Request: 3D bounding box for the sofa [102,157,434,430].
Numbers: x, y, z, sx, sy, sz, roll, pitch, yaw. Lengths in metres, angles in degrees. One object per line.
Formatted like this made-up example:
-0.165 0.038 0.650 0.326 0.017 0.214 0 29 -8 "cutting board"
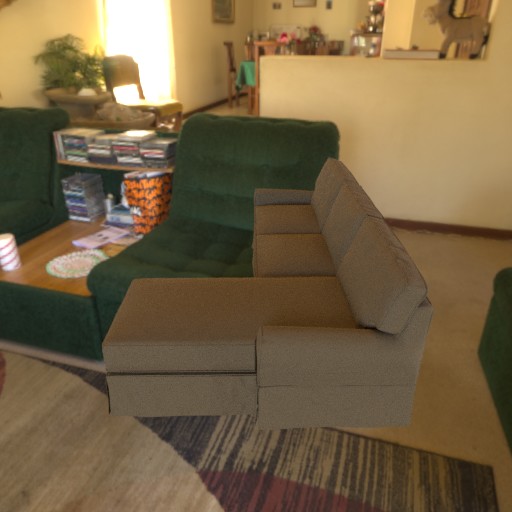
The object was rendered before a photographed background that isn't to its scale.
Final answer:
0.000 0.000 3.347 1.733 0.978 2.475 0 27 -1 "sofa"
